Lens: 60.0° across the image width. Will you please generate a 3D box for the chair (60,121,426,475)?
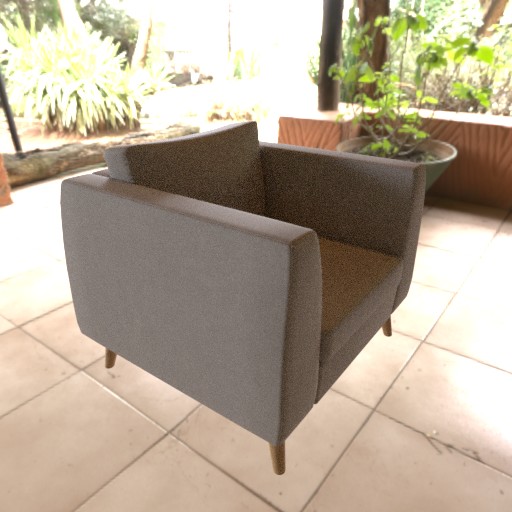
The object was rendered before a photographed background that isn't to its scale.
[{"bbox_3d":[0.000,0.000,1.662,0.930,0.860,1.000,17,30,32],"label":"chair"}]
